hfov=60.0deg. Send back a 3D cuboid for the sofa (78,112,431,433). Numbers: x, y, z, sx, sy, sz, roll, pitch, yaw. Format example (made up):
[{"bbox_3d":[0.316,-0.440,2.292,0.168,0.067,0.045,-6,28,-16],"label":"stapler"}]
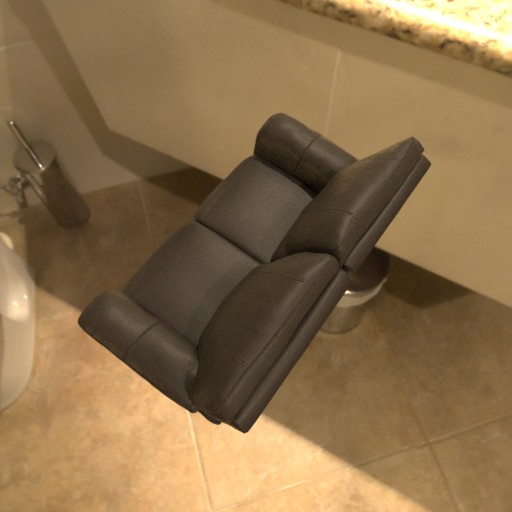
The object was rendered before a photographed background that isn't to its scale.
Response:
[{"bbox_3d":[0.000,0.000,2.495,1.104,1.111,1.765,33,67,16],"label":"sofa"}]
